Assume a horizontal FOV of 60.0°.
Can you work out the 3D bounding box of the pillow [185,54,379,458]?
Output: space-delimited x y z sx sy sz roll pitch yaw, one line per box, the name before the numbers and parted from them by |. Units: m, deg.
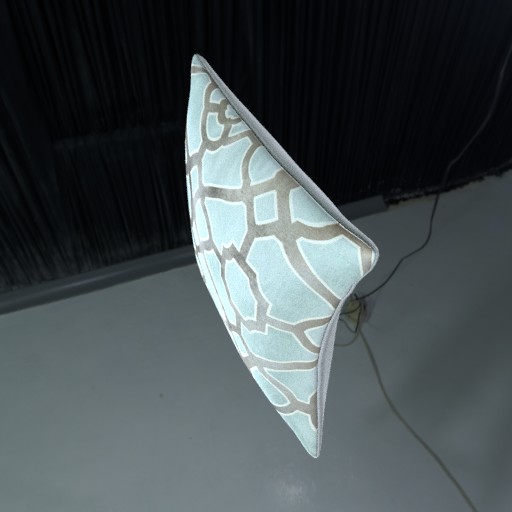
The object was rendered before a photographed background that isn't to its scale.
pillow | 0.000 0.000 0.782 0.166 0.508 0.552 -17 48 -17
